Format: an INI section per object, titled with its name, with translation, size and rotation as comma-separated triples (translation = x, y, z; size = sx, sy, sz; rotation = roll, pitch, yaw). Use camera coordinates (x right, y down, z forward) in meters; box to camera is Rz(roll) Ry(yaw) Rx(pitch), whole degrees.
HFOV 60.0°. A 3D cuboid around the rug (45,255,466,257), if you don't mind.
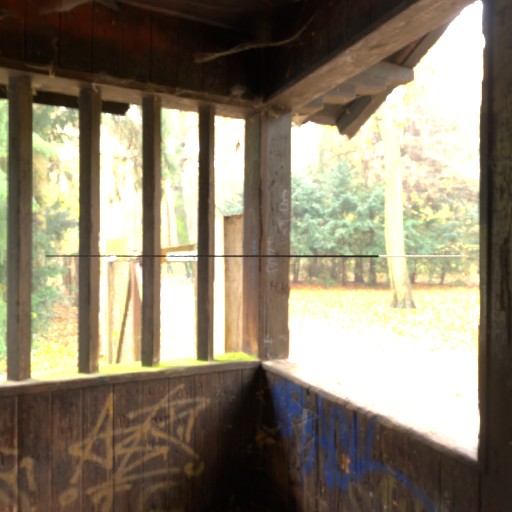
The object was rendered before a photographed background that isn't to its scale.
[rug]
translation = 0.000, 0.000, 4.280
size = 3.307, 0.013, 2.393
rotation = 0, 0, 36
